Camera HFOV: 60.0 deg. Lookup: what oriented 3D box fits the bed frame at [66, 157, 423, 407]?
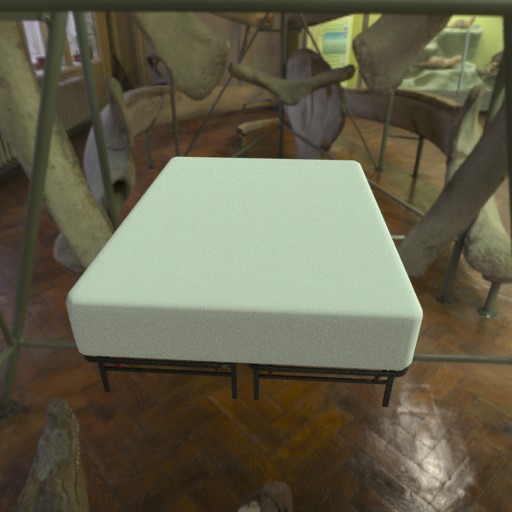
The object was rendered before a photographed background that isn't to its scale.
[{"bbox_3d":[0.000,0.000,2.863,1.528,0.677,2.037,2,30,3],"label":"bed frame"}]
